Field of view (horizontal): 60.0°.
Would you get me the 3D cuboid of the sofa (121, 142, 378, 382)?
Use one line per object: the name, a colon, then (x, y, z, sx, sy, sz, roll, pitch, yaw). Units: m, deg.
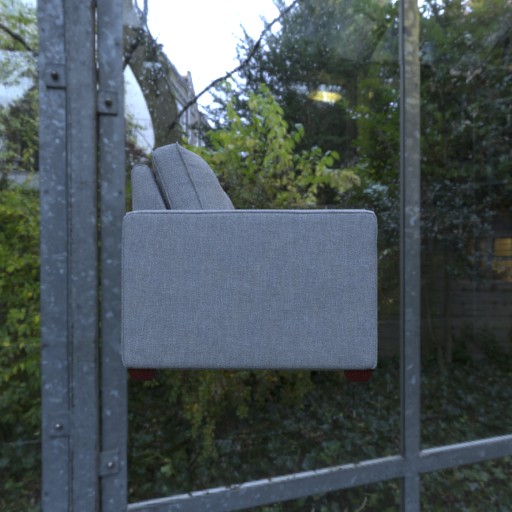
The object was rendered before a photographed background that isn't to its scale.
sofa: (0.000, 0.000, 2.599, 0.945, 0.918, 2.078, 0, 0, 1)
